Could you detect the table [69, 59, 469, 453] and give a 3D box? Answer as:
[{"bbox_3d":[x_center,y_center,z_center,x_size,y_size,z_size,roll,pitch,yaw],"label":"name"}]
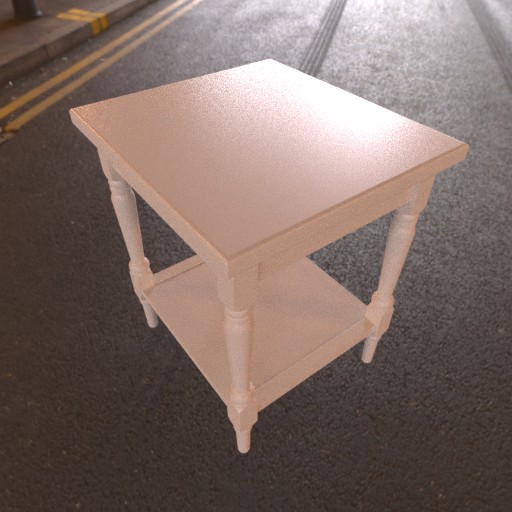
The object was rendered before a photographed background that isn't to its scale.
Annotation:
[{"bbox_3d":[0.000,0.000,0.902,0.442,0.565,0.488,-26,48,-26],"label":"table"}]
